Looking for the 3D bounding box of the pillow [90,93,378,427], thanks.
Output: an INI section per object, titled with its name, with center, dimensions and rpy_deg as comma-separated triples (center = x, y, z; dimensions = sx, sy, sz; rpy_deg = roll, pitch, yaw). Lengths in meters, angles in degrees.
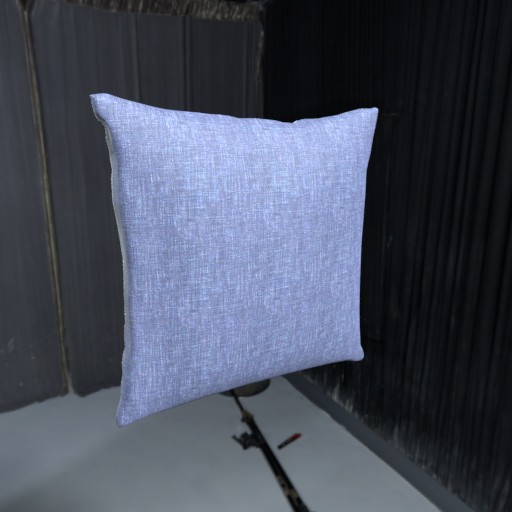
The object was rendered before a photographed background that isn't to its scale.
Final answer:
[pillow]
center = 0.000, 0.000, 0.770
dimensions = 0.510, 0.510, 0.145
rpy_deg = -7, 16, -27
